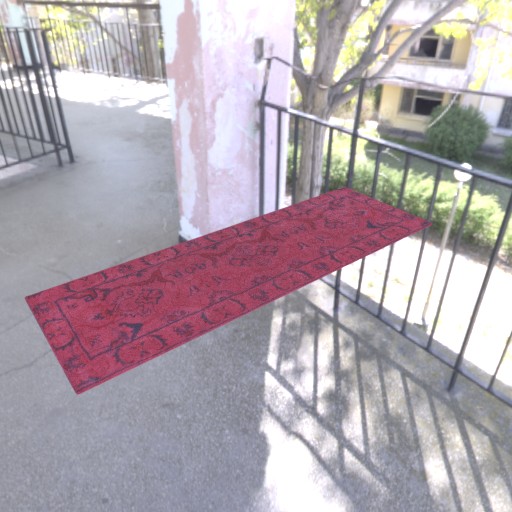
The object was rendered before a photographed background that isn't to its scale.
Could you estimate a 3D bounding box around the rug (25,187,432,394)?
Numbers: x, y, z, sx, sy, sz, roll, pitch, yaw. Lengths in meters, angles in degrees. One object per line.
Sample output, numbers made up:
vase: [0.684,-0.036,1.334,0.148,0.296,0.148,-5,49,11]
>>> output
rug: [0.000,0.000,2.683,2.439,0.018,0.813,-22,38,-31]
